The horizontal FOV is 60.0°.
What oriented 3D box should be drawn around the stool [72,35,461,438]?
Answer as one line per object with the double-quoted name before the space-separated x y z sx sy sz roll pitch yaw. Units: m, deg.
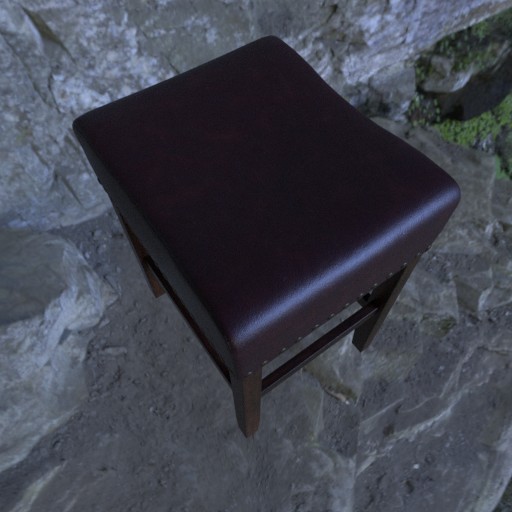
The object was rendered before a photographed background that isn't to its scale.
"stool" 0.000 0.000 0.899 0.397 0.608 0.465 -31 63 -18
